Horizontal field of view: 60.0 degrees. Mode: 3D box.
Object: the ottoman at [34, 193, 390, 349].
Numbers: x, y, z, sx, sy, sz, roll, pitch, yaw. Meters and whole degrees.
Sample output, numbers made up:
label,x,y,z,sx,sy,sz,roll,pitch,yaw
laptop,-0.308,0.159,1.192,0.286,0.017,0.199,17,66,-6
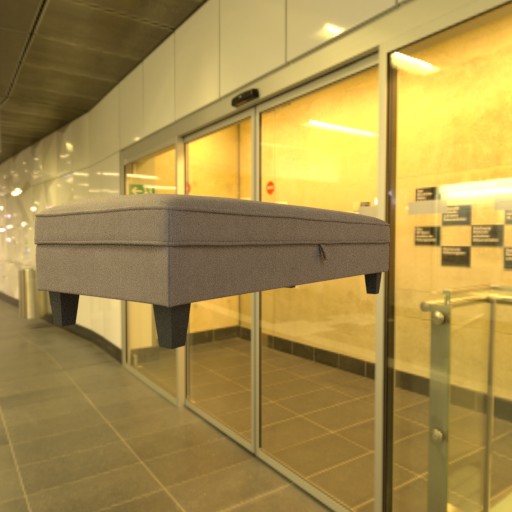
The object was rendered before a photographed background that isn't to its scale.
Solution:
label,x,y,z,sx,sy,sz,roll,pitch,yaw
ottoman,0.000,0.000,2.085,0.751,0.470,1.764,1,3,36
